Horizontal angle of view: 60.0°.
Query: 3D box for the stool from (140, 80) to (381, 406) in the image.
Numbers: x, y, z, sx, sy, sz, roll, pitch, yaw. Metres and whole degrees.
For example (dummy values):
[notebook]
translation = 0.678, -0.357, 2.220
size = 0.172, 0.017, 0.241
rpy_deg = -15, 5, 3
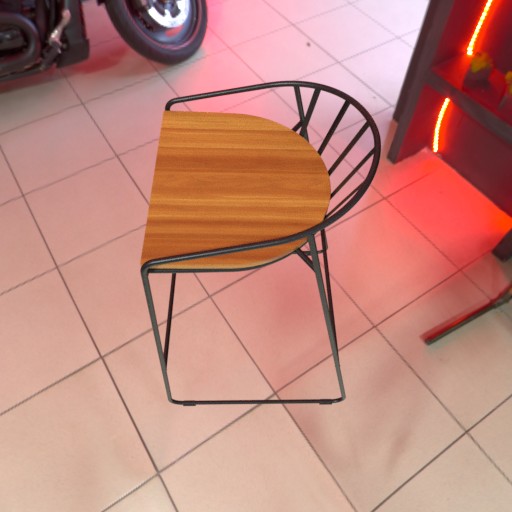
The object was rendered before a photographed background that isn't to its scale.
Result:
[stool]
translation = 0.000, 0.000, 1.138
size = 0.521, 0.812, 0.546
rpy_deg = -1, 57, 0
